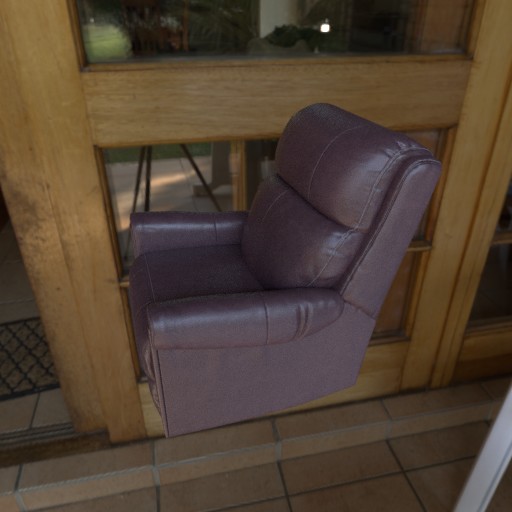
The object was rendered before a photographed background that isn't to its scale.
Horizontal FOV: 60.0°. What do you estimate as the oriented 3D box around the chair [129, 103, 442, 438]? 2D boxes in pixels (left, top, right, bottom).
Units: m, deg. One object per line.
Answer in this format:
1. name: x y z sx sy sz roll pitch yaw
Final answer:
1. chair: 0.000 0.000 1.772 1.014 1.054 0.838 -9 31 -16
